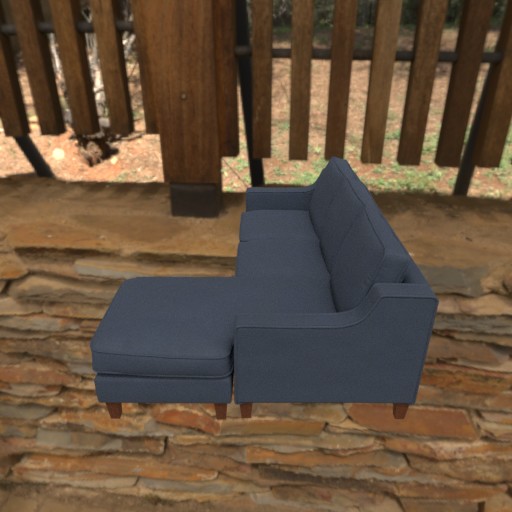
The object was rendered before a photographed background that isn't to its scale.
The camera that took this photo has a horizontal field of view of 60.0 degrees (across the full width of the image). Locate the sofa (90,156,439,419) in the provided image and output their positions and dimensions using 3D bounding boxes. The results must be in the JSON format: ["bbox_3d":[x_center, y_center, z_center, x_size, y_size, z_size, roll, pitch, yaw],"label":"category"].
[{"bbox_3d":[0.000,0.000,3.377,1.858,1.066,2.317,0,27,0],"label":"sofa"}]
